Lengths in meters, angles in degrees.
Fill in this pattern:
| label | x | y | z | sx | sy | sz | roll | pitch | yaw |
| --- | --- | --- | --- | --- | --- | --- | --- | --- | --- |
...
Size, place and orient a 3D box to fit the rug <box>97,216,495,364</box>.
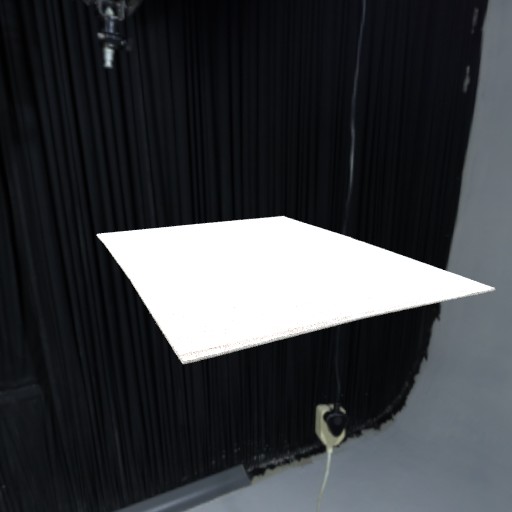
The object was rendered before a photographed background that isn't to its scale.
| label | x | y | z | sx | sy | sz | roll | pitch | yaw |
| --- | --- | --- | --- | --- | --- | --- | --- | --- | --- |
| rug | 0.000 | 0.000 | 4.905 | 2.873 | 0.053 | 3.778 | -8 | 18 | -25 |
